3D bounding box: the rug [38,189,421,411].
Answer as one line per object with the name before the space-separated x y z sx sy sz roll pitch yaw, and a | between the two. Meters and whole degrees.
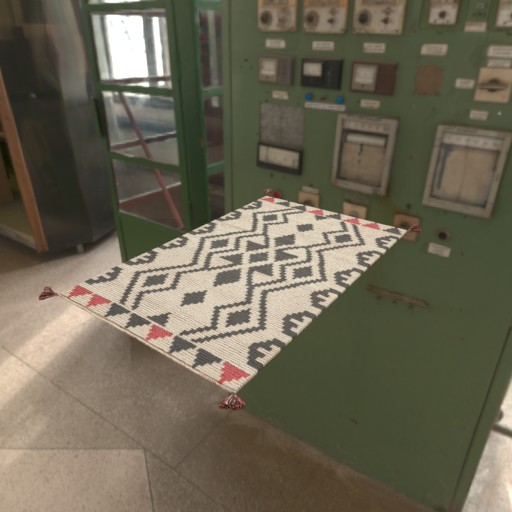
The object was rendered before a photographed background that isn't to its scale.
rug | 0.000 0.000 3.433 1.741 0.066 2.672 19 33 32
